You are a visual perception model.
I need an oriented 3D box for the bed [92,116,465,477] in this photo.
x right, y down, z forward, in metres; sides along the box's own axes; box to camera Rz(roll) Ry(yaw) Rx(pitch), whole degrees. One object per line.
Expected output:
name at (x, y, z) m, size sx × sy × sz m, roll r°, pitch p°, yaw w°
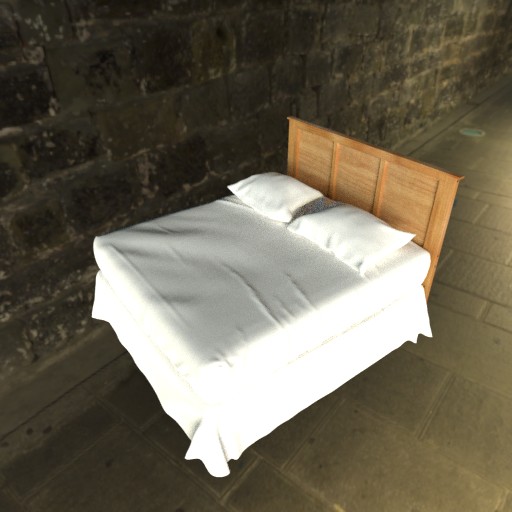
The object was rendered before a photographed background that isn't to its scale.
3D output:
bed at (0.000, 0.000, 3.145) m, size 2.035 × 1.273 × 1.870 m, roll -22°, pitch 39°, yaw -30°
